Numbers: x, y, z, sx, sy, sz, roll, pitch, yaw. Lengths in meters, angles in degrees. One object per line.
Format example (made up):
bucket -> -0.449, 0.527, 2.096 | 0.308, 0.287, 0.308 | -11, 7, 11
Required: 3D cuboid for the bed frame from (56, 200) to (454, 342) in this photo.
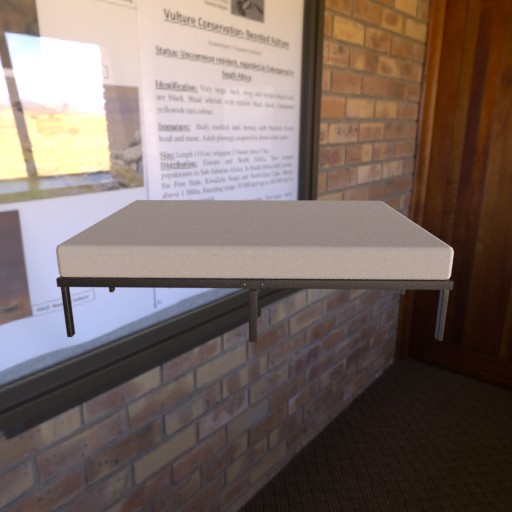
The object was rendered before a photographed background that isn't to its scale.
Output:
bed frame -> 0.000, 0.000, 3.866 | 2.842, 0.680, 2.205 | 2, 17, 8
